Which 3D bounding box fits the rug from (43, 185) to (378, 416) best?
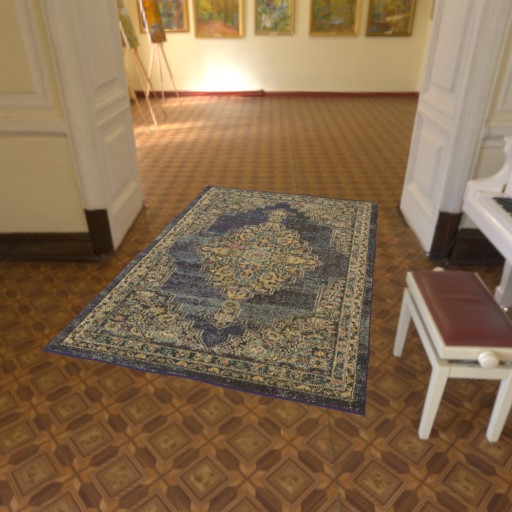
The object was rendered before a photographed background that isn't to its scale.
[{"bbox_3d":[0.000,0.000,2.266,1.184,0.012,1.781,7,30,13],"label":"rug"}]
